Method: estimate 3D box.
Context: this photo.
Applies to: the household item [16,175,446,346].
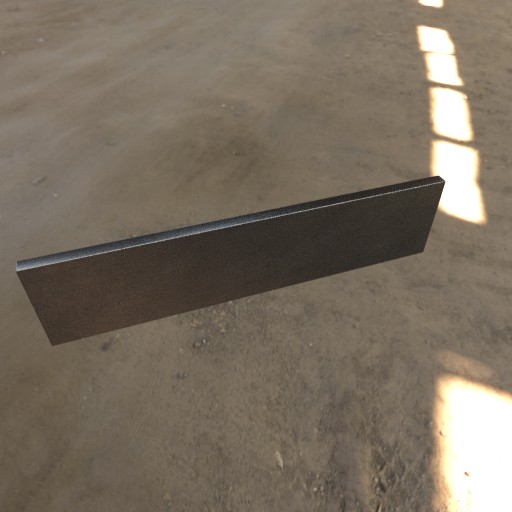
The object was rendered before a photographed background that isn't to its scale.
[{"bbox_3d":[0.000,0.000,1.075,1.001,0.236,0.030,-13,43,-14],"label":"household item"}]
